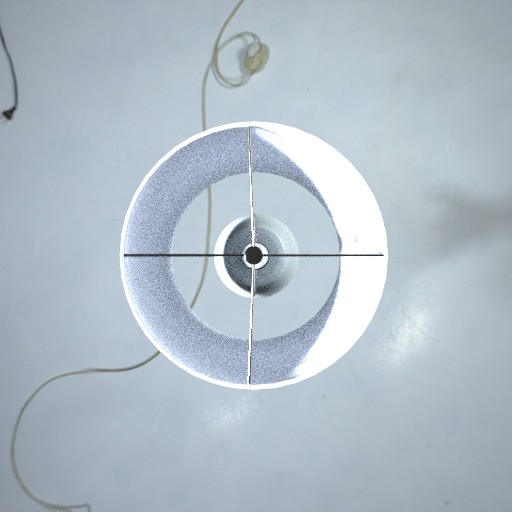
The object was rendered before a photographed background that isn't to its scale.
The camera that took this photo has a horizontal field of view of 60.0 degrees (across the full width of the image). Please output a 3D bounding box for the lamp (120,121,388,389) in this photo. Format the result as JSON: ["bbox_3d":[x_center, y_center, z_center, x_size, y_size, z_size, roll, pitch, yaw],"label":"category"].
[{"bbox_3d":[0.000,0.000,0.584,0.217,0.453,0.217,0,90,0],"label":"lamp"}]
